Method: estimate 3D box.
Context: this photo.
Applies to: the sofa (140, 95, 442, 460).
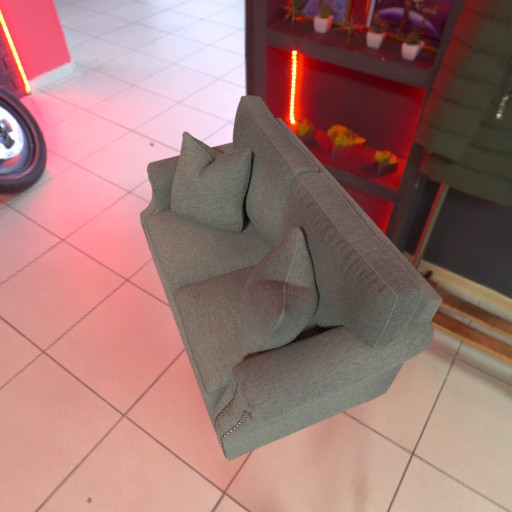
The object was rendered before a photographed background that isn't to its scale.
[{"bbox_3d":[0.000,0.000,2.307,0.966,0.966,1.701,-17,49,-15],"label":"sofa"}]
